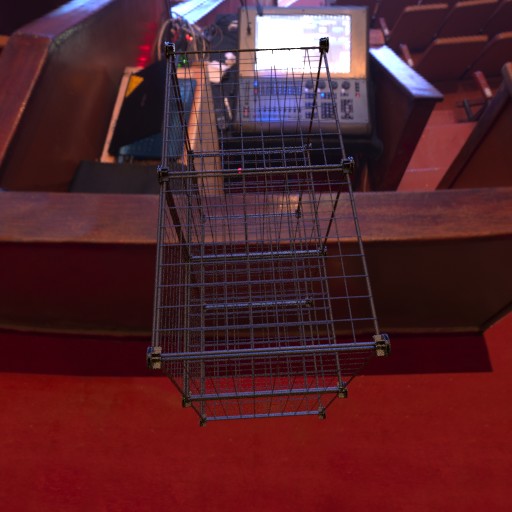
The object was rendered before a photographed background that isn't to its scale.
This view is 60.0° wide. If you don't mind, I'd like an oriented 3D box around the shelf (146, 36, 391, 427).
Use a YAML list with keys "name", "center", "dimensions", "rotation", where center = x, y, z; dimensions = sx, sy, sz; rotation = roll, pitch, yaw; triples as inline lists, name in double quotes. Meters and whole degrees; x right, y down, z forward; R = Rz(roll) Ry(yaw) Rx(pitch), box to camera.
- name: "shelf"
  center: [0.000, 0.000, 1.117]
  dimensions: [0.356, 0.711, 0.711]
  rotation: [-3, 62, -1]
